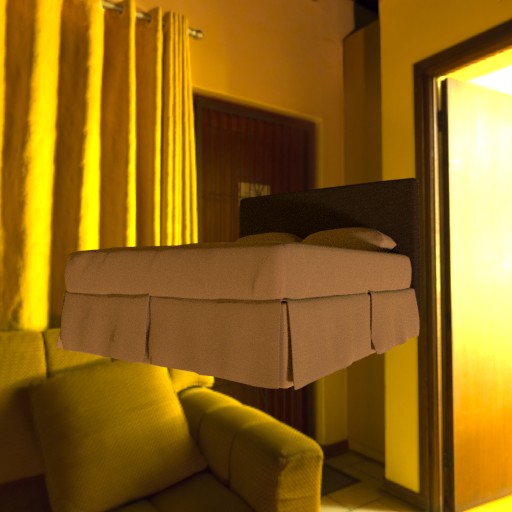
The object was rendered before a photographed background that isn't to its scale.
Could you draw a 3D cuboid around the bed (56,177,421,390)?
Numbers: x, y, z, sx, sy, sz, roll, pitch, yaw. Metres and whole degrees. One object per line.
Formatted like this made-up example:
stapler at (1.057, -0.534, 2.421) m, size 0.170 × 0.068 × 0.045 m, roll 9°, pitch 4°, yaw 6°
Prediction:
bed at (0.000, 0.000, 3.321) m, size 1.884 × 1.330 × 2.142 m, roll -2°, pitch -3°, yaw 35°
